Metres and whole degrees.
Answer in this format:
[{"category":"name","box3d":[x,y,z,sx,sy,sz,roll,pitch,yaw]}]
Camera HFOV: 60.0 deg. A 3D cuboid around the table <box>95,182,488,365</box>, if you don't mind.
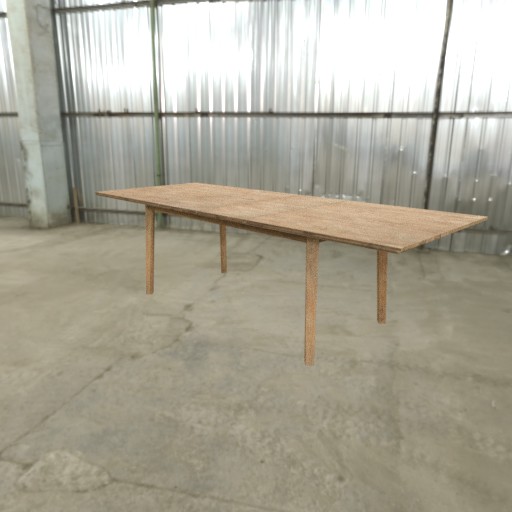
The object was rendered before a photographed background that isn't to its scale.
[{"category":"table","box3d":[0.000,0.000,3.080,2.603,0.752,1.000,15,21,43]}]
